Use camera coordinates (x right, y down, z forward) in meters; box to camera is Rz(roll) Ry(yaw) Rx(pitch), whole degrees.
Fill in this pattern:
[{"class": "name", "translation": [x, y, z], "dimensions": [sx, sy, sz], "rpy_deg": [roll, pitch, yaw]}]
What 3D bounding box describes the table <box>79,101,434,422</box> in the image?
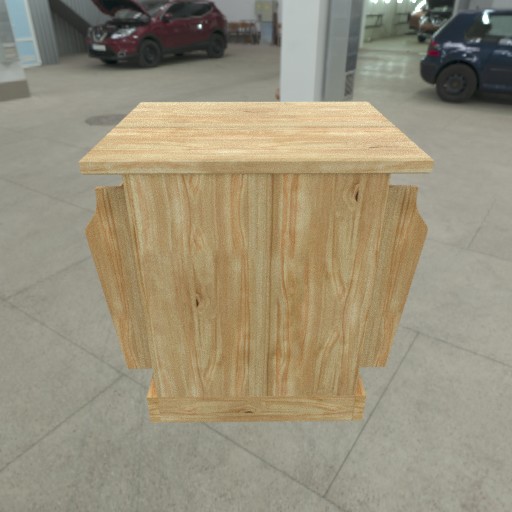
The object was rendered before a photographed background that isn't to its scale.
[{"class": "table", "translation": [0.000, 0.000, 0.878], "dimensions": [0.530, 0.515, 0.380], "rpy_deg": [0, 30, -1]}]
